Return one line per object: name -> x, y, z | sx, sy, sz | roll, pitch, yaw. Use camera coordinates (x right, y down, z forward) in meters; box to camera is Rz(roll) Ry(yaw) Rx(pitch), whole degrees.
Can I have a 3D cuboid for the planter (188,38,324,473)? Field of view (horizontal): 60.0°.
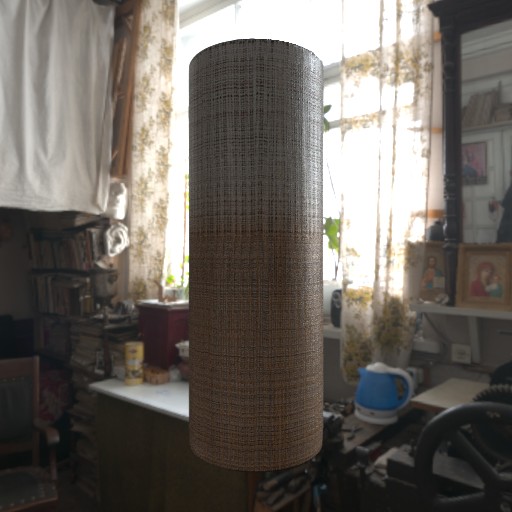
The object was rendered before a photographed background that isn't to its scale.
planter -> 0.000, 0.000, 0.329 | 0.099, 0.278, 0.099 | 0, 1, 1
